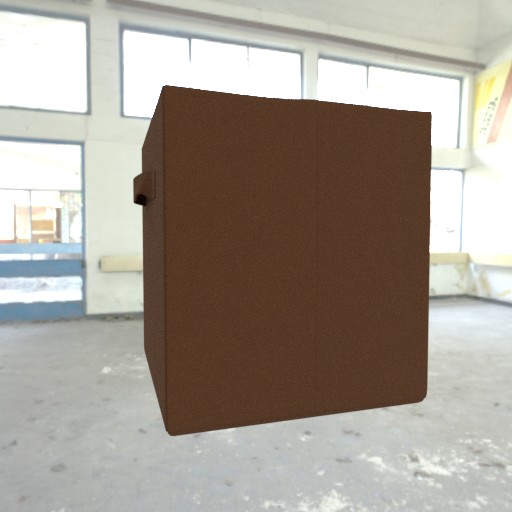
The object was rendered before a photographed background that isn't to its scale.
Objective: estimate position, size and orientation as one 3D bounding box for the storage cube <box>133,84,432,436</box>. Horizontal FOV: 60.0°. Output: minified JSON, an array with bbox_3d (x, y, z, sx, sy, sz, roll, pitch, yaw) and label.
[{"bbox_3d":[0.000,0.000,0.508,0.270,0.280,0.270,-1,3,-18],"label":"storage cube"}]
